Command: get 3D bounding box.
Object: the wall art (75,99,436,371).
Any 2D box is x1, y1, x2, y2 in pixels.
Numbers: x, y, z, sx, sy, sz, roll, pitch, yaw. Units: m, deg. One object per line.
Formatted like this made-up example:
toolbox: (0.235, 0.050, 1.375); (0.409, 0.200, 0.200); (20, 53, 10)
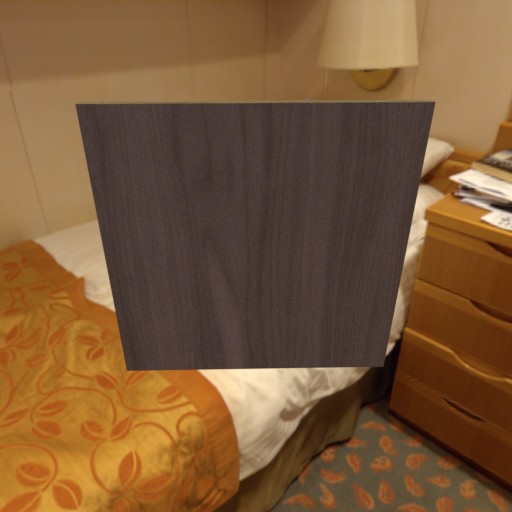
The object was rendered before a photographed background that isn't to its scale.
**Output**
wall art: (0.000, 0.000, 0.757); (0.508, 0.507, 0.016); (-1, 30, -1)
